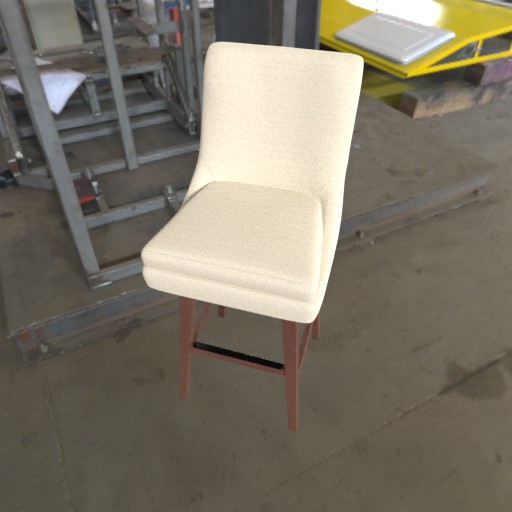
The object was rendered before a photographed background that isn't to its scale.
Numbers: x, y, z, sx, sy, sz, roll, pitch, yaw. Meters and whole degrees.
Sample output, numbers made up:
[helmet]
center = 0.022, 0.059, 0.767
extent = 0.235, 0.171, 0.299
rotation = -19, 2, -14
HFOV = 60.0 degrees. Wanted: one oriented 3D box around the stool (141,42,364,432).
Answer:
[stool]
center = 0.000, 0.000, 1.386
extent = 0.483, 1.093, 0.559
rotation = 11, 43, 13
